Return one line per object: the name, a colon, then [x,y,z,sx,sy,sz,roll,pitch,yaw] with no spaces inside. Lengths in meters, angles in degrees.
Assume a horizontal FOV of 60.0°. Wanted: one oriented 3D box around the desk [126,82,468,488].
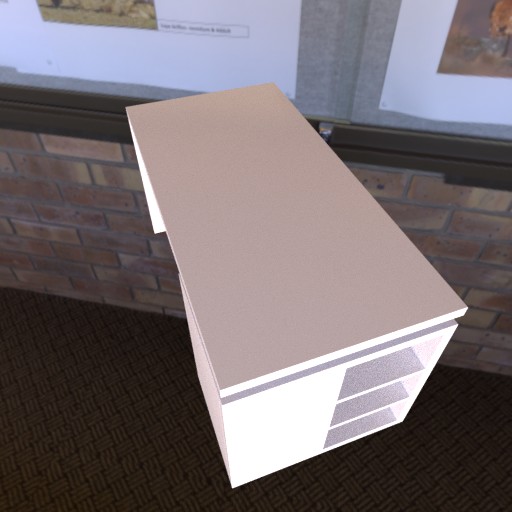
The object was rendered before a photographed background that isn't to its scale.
desk: [0.000,0.000,1.819,0.690,0.740,1.400,-15,48,-14]
